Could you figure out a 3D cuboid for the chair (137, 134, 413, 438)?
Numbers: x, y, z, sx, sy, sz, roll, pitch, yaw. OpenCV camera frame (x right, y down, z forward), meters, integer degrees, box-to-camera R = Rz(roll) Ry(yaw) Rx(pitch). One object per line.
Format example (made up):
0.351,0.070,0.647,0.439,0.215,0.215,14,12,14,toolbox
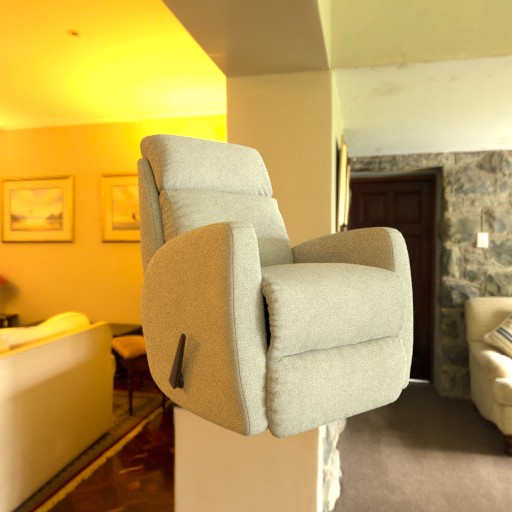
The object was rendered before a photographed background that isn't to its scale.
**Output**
0.000,0.000,1.679,0.812,1.015,0.941,-1,1,-36,chair
